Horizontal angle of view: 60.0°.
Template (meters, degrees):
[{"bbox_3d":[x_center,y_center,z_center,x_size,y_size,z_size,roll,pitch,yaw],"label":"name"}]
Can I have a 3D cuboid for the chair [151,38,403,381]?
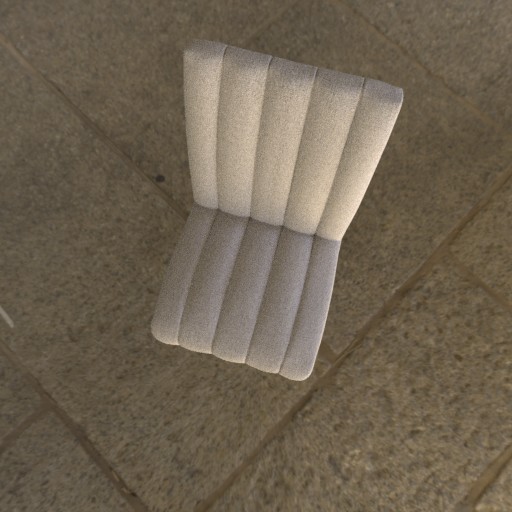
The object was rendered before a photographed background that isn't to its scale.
[{"bbox_3d":[0.000,0.000,1.352,0.511,1.016,0.647,15,76,4],"label":"chair"}]
